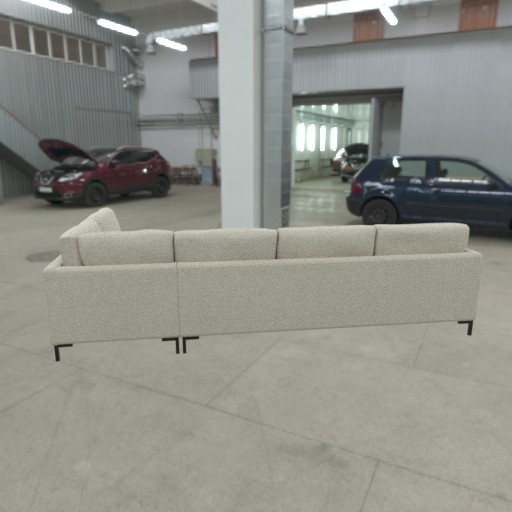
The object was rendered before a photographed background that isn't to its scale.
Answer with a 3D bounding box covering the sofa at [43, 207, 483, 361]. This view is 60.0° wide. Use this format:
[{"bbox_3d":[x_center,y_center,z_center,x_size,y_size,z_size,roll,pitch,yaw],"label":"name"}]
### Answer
[{"bbox_3d":[0.000,0.000,3.862,2.949,0.815,2.007,-2,14,-8],"label":"sofa"}]
